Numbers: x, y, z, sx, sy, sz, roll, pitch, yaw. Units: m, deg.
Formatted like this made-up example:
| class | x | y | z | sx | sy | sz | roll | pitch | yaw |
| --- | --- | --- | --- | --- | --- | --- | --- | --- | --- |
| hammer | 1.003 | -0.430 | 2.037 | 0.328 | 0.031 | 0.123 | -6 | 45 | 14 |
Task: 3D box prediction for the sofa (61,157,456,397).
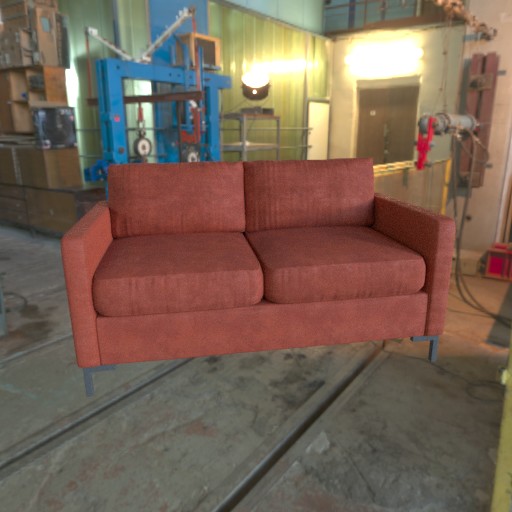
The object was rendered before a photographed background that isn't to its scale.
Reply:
| class | x | y | z | sx | sy | sz | roll | pitch | yaw |
| --- | --- | --- | --- | --- | --- | --- | --- | --- | --- |
| sofa | 0.000 | 0.000 | 2.153 | 1.574 | 0.896 | 0.864 | -3 | 16 | -9 |
